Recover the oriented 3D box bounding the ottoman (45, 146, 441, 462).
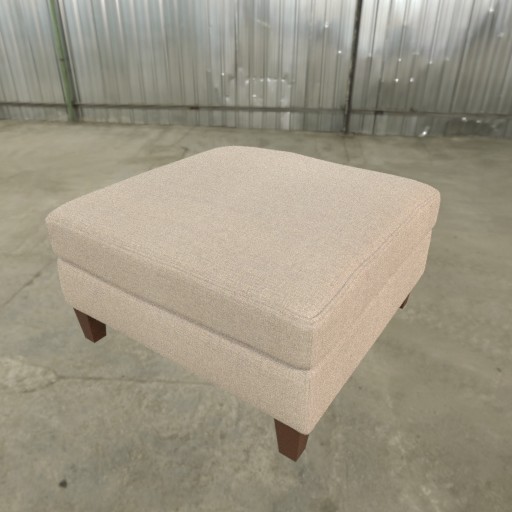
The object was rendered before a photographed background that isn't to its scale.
[{"bbox_3d":[0.000,0.000,1.353,0.838,0.481,0.838,19,34,30],"label":"ottoman"}]
